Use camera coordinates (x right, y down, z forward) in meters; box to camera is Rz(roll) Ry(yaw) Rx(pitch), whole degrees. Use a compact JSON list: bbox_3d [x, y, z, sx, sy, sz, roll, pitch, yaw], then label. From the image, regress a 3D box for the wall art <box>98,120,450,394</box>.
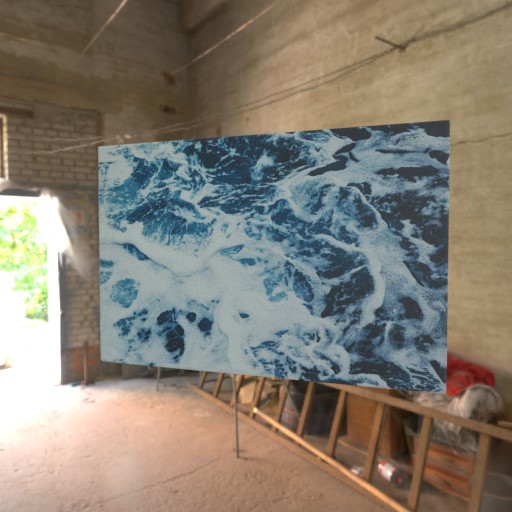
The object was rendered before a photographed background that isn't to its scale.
[{"bbox_3d":[0.000,0.000,0.767,0.609,0.407,0.043,1,2,17],"label":"wall art"}]
